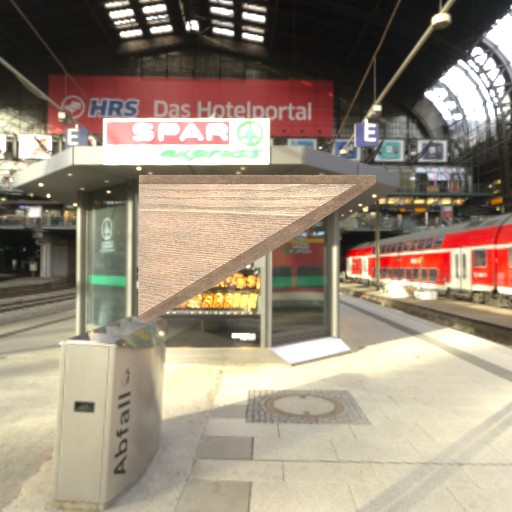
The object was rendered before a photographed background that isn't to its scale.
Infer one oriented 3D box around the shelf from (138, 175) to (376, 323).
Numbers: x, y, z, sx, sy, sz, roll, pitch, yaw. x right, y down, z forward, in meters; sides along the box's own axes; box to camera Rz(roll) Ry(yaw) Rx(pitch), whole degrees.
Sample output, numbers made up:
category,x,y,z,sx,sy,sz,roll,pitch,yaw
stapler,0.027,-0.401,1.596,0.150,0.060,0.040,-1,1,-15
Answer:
category,x,y,z,sx,sy,sz,roll,pitch,yaw
shelf,0.000,0.000,0.677,0.200,0.125,0.610,0,-1,0
